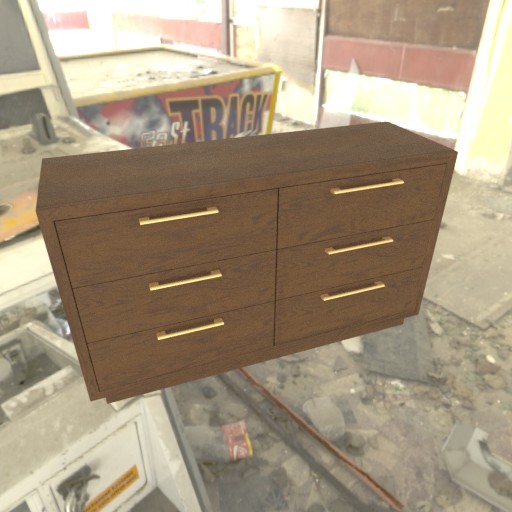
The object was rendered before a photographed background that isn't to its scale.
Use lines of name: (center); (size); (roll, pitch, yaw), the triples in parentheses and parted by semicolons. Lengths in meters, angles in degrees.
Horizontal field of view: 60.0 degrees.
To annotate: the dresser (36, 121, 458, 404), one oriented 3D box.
dresser: (0.000, 0.000, 1.916); (1.523, 0.889, 0.512); (-11, 33, -17)
